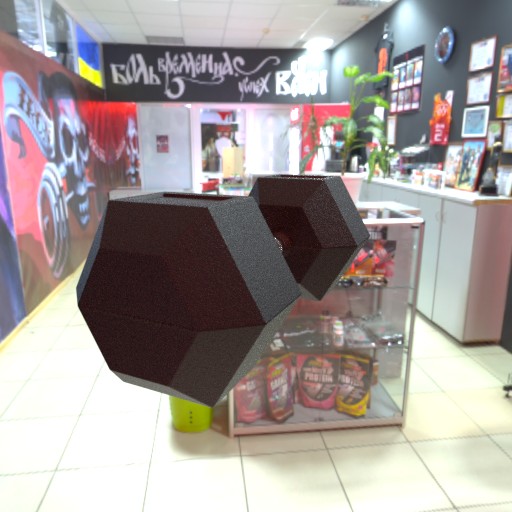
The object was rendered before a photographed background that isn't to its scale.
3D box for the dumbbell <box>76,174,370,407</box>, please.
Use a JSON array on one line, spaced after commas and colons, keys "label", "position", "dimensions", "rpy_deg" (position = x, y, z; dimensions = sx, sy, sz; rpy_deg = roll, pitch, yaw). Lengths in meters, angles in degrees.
[{"label": "dumbbell", "position": [0.000, 0.000, 0.332], "dimensions": [0.122, 0.106, 0.271], "rpy_deg": [7, 16, 25]}]
